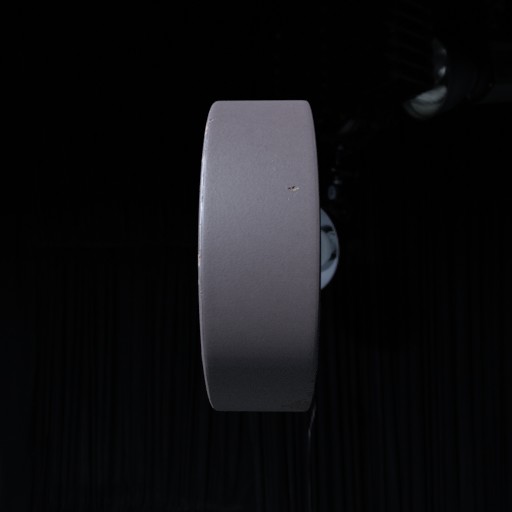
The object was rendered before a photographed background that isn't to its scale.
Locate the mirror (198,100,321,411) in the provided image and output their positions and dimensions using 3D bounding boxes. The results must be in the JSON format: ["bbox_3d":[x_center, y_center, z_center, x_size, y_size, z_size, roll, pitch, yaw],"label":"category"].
[{"bbox_3d":[0.000,0.000,0.584,0.126,0.386,0.386,0,0,1],"label":"mirror"}]
